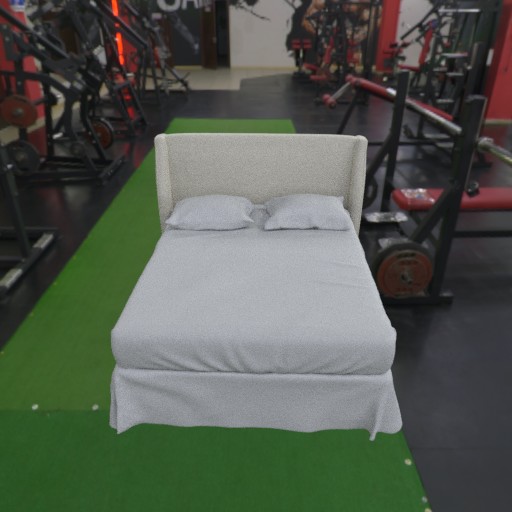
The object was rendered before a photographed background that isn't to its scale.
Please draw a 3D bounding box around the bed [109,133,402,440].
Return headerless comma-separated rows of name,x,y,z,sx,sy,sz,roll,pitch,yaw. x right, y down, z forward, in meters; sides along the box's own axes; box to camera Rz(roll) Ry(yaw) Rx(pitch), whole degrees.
bed,0.000,0.000,3.382,1.925,1.332,2.276,1,29,2
